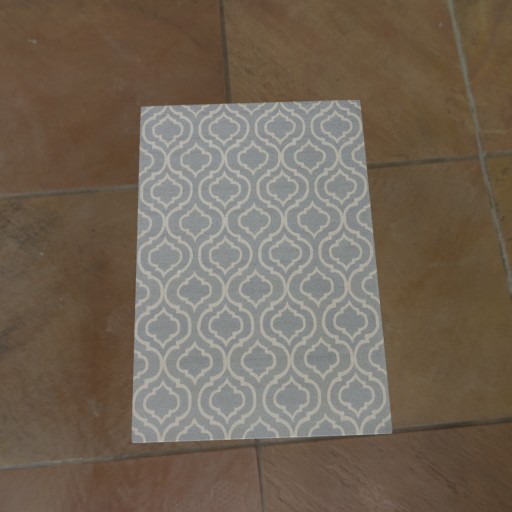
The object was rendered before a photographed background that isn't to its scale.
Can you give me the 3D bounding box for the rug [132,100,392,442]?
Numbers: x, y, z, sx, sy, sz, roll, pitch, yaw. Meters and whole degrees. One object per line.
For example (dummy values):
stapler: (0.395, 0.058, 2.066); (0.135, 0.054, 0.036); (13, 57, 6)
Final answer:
rug: (0.000, 0.000, 2.699); (1.451, 0.010, 2.080); (-2, 77, 0)
